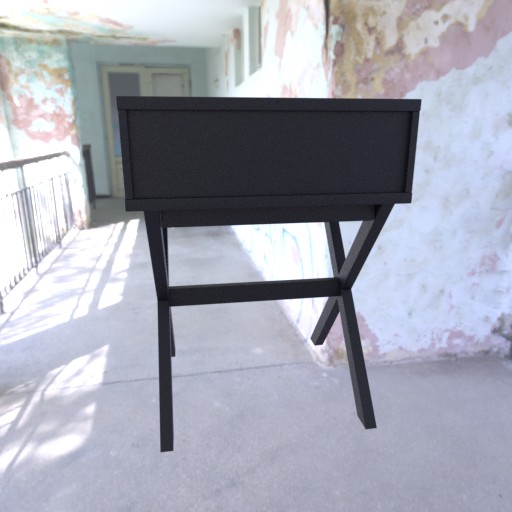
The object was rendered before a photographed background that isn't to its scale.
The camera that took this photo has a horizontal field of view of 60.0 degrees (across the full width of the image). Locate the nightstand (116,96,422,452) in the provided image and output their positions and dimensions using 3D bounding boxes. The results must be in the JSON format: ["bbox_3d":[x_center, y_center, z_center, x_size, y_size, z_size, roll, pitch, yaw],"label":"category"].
[{"bbox_3d":[0.000,0.000,0.958,0.479,0.623,0.402,-3,17,-9],"label":"nightstand"}]
